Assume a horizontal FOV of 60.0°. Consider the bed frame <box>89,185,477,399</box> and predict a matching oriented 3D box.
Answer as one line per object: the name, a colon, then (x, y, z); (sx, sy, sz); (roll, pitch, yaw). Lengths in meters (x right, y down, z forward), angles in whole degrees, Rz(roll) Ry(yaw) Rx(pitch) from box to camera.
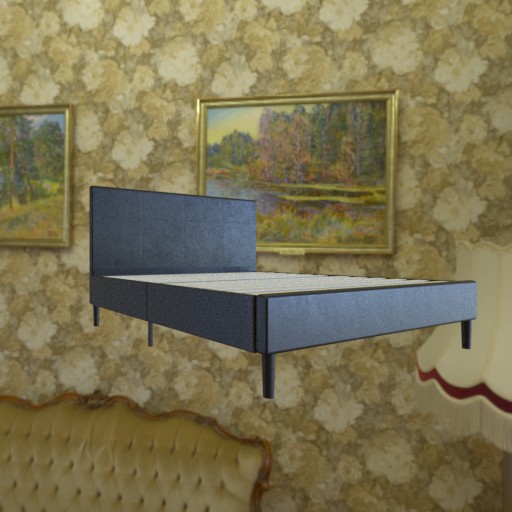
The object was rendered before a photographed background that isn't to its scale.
bed frame: (0.000, 0.000, 3.137); (1.634, 1.127, 2.318); (0, 0, -37)
